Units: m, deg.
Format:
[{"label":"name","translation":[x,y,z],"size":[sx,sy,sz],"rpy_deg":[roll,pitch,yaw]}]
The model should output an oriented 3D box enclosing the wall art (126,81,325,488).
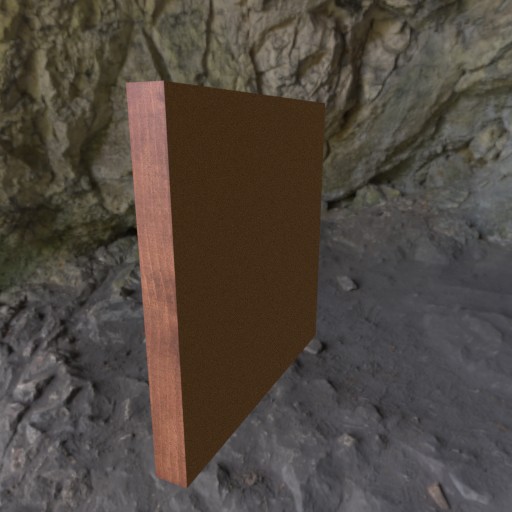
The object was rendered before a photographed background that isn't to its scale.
[{"label":"wall art","translation":[0.000,0.000,0.567],"size":[0.038,0.385,0.386],"rpy_deg":[8,18,26]}]
